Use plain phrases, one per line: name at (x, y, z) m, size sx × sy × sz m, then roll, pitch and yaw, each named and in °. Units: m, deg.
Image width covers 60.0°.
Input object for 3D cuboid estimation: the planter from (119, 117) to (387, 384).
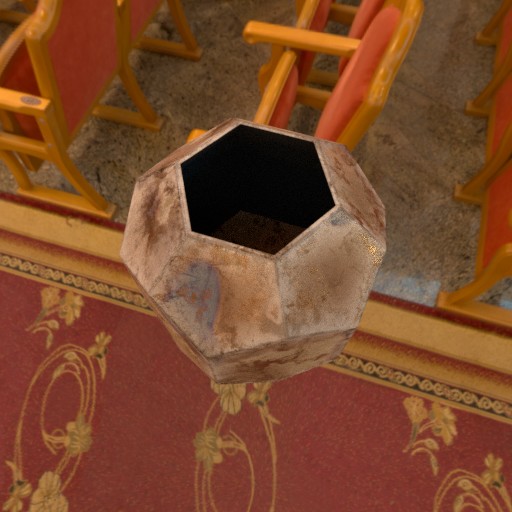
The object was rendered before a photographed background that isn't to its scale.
planter at (0.000, 0.000, 0.442) m, size 0.221 × 0.238 × 0.243 m, roll 16°, pitch 64°, yaw 8°
